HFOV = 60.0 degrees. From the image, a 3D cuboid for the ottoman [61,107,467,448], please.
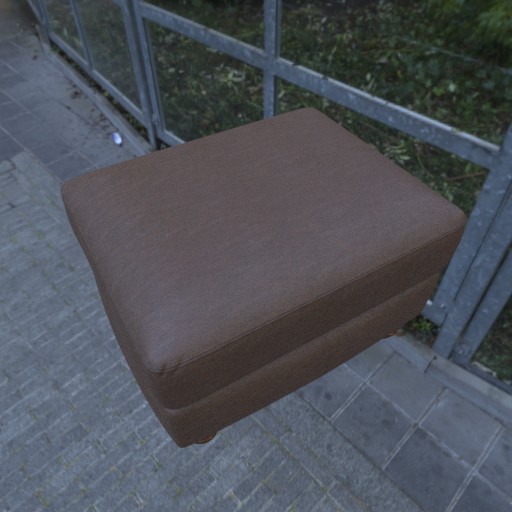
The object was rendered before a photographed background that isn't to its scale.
[{"bbox_3d":[0.000,0.000,1.155,0.787,0.508,0.635,-23,50,-21],"label":"ottoman"}]
